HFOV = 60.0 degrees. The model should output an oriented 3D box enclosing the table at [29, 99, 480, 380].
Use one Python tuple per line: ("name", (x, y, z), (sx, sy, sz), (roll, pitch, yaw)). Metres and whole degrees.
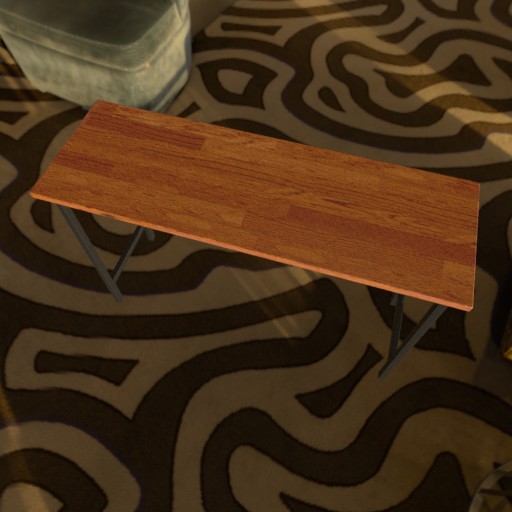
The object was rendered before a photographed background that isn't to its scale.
("table", (0.000, 0.000, 1.562), (1.204, 0.740, 0.408), (15, 60, 9))
